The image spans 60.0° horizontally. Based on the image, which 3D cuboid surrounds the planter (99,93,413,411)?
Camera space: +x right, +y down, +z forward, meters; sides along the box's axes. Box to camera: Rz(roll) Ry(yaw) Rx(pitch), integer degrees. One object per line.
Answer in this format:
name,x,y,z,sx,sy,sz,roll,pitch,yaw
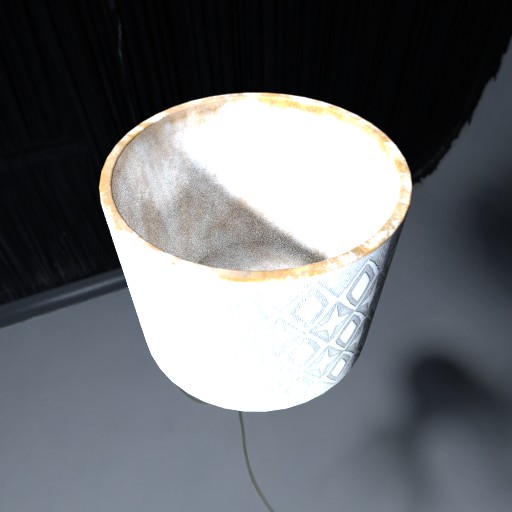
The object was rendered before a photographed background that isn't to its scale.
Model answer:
planter,0.000,0.000,0.450,0.255,0.223,0.255,0,47,0
